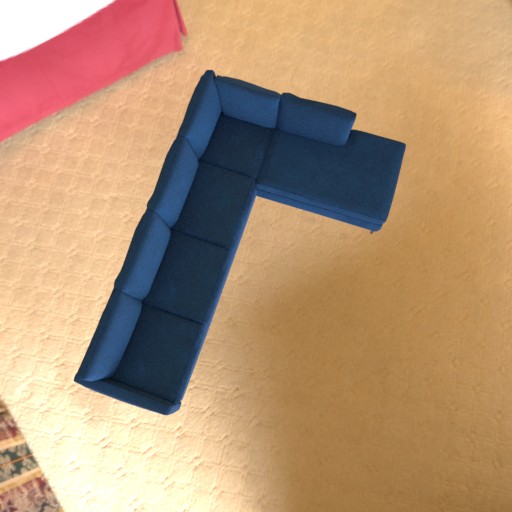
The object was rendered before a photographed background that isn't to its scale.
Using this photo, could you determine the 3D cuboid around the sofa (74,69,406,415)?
[{"bbox_3d":[0.000,0.000,3.256,1.707,0.687,2.486,18,76,5],"label":"sofa"}]
